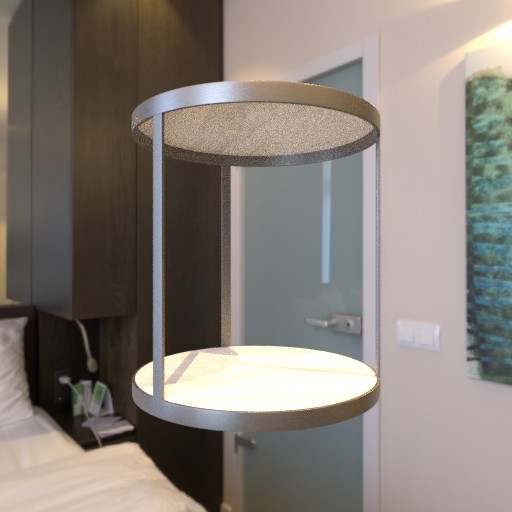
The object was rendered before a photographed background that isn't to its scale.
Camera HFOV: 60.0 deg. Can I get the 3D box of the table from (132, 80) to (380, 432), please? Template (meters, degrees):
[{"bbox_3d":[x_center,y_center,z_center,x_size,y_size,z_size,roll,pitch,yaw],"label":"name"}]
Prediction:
[{"bbox_3d":[0.000,0.000,0.824,0.445,0.479,0.445,0,0,0],"label":"table"}]
